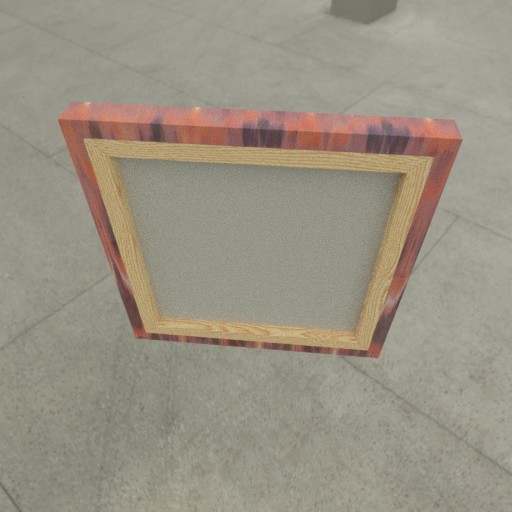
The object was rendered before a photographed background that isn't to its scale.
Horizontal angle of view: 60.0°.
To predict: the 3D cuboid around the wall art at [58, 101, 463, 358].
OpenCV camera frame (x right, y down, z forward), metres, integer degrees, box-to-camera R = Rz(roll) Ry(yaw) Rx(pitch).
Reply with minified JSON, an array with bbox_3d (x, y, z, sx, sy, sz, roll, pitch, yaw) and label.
[{"bbox_3d":[0.000,0.000,0.599,0.403,0.406,0.038,4,47,4],"label":"wall art"}]
